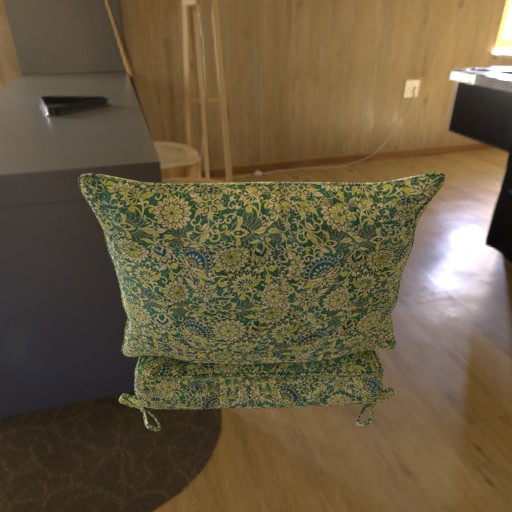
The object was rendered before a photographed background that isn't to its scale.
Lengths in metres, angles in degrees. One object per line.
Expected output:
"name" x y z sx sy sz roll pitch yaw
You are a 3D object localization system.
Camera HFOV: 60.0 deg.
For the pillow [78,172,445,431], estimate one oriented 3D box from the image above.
"pillow" 0.000 0.000 1.336 0.798 0.722 0.740 -1 30 -1
